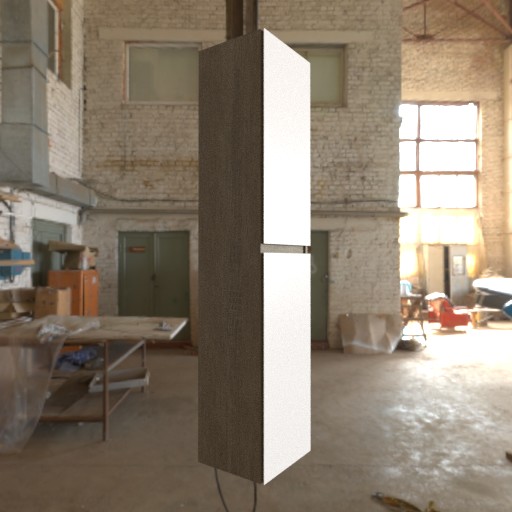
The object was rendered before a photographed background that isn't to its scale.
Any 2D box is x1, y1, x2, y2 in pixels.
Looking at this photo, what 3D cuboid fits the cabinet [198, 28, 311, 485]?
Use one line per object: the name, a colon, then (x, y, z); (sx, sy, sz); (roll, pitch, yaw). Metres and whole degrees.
cabinet: (0.000, 0.000, 1.556); (0.270, 1.400, 0.300); (0, -1, 35)
